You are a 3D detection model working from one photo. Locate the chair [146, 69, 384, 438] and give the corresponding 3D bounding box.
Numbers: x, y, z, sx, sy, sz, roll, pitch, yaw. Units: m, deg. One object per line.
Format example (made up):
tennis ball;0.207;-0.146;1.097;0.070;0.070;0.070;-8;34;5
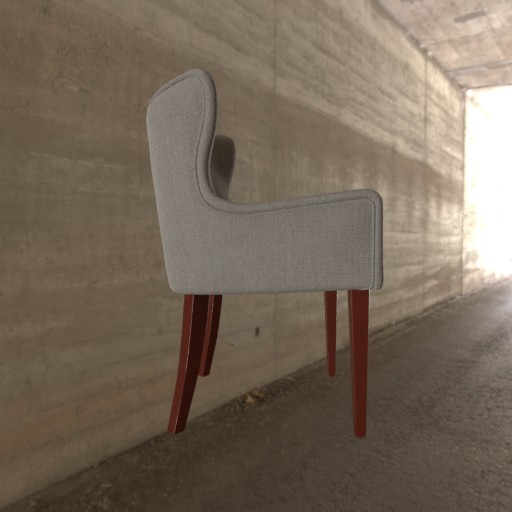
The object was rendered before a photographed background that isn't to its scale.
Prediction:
chair;0.000;0.000;1.444;0.677;0.948;0.732;0;2;2
